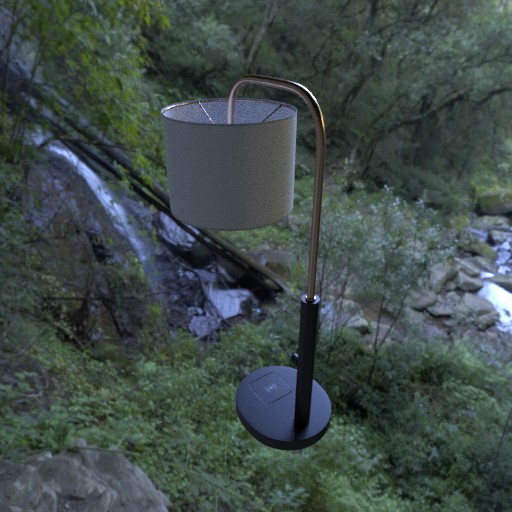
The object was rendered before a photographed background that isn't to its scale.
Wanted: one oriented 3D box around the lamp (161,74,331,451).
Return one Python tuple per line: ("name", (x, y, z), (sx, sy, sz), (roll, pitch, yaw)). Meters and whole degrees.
("lamp", (0.000, 0.000, 0.709), (0.199, 0.540, 0.337), (-18, 34, -30))
